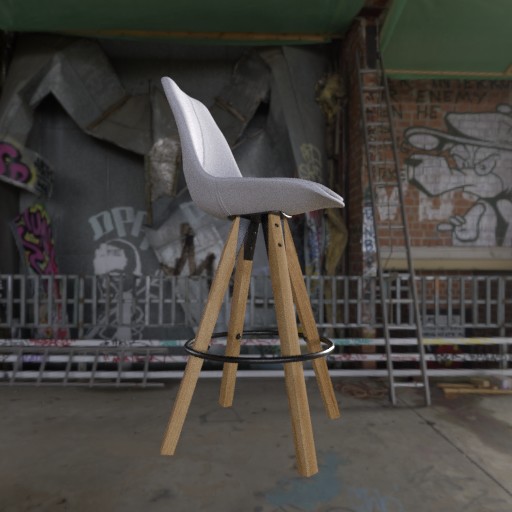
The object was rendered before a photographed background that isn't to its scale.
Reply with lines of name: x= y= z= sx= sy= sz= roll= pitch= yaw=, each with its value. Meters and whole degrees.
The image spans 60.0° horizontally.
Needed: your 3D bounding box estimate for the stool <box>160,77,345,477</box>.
stool: x=0.000 y=0.000 z=1.399 sx=0.550 sy=1.115 sz=0.484 roll=0 pitch=-1 yaw=18
